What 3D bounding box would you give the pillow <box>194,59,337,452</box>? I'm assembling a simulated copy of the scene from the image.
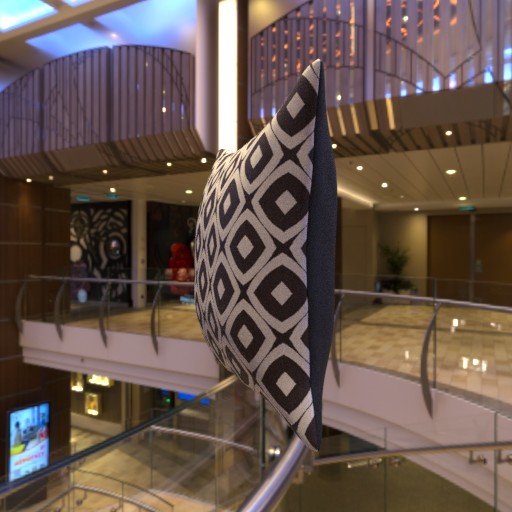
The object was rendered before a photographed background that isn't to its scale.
[{"bbox_3d":[0.000,0.000,0.790,0.188,0.494,0.504,0,0,-19],"label":"pillow"}]
